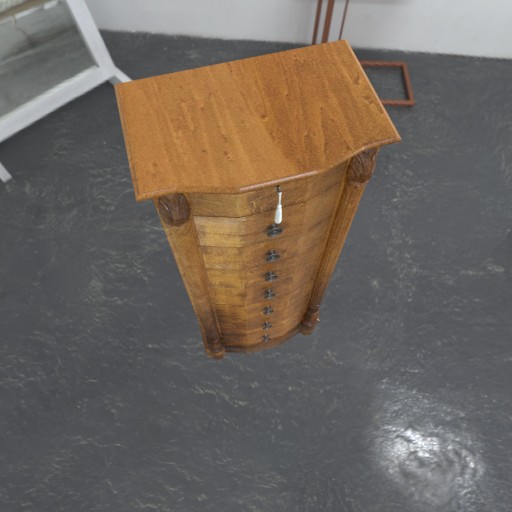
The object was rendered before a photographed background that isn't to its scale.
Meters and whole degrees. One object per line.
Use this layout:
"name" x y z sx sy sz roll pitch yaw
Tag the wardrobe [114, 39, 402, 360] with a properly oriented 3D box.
"wardrobe" 0.000 0.000 1.115 0.406 0.959 0.273 -14 64 -7
